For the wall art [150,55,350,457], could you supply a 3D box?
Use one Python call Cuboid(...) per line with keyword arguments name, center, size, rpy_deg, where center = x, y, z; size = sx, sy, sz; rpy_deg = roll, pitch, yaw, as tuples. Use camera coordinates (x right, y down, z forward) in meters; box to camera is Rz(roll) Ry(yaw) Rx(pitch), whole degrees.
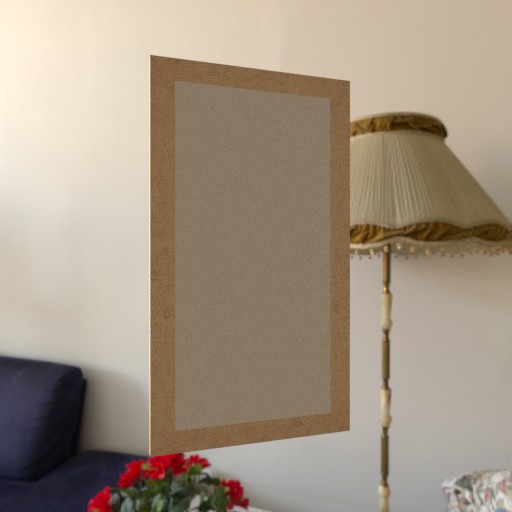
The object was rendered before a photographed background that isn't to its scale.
Cuboid(name="wall art", center=(0.000, 0.000, 0.816), size=(0.381, 0.683, 0.013), rpy_deg=(0, 0, -17))
